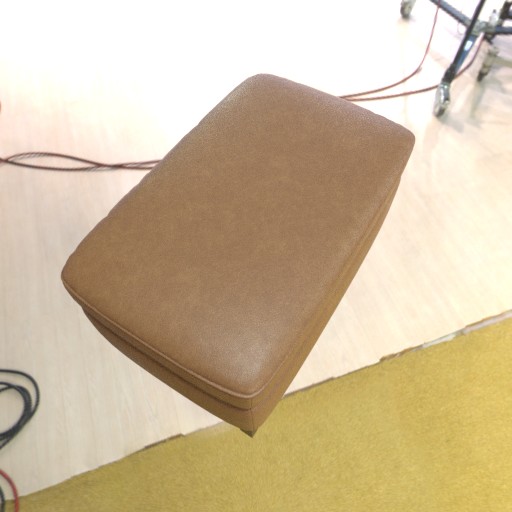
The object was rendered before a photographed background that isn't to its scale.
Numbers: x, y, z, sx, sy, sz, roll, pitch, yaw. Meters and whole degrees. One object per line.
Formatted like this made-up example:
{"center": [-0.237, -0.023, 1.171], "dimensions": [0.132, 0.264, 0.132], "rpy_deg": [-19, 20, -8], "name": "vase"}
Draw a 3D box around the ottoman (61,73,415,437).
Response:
{"center": [0.000, 0.000, 0.998], "dimensions": [0.420, 0.480, 0.670], "rpy_deg": [28, 62, 16], "name": "ottoman"}
